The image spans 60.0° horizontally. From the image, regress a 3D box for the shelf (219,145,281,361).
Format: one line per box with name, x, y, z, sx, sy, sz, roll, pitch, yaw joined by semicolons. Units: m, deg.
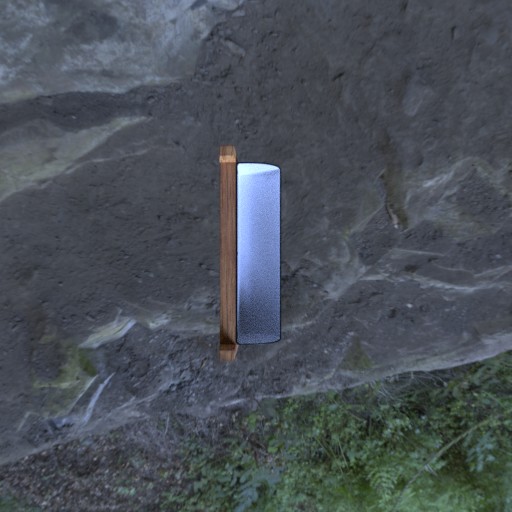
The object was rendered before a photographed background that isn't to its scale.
shelf;0.000;0.000;1.730;0.141;1.600;0.454;0;90;1
